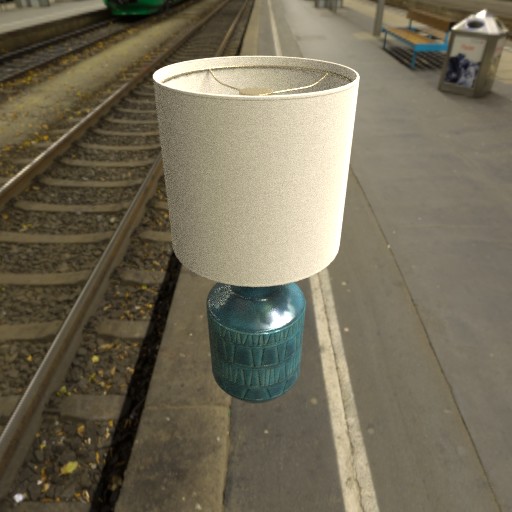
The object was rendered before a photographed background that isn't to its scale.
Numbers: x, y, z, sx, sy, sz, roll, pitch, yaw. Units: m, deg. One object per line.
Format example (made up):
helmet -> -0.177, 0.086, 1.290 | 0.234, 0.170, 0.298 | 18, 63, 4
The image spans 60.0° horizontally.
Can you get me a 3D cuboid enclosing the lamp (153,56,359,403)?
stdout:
lamp -> 0.000, 0.000, 0.584 | 0.211, 0.455, 0.211 | -11, 34, -17
